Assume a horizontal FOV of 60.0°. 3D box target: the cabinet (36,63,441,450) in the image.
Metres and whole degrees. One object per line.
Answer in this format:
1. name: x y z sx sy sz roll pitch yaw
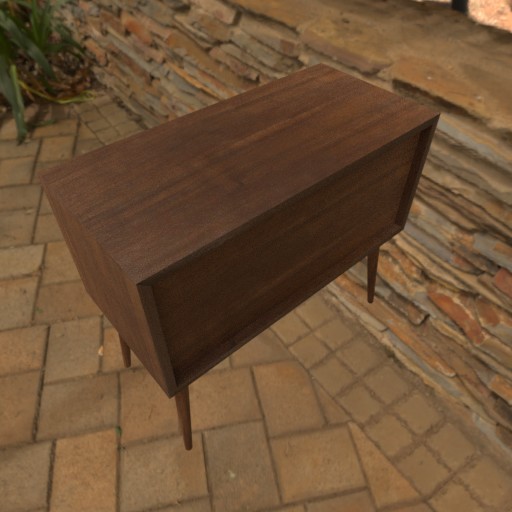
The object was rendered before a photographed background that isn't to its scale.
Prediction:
1. cabinet: 0.000 0.000 1.109 0.743 0.654 0.354 -32 53 -27
